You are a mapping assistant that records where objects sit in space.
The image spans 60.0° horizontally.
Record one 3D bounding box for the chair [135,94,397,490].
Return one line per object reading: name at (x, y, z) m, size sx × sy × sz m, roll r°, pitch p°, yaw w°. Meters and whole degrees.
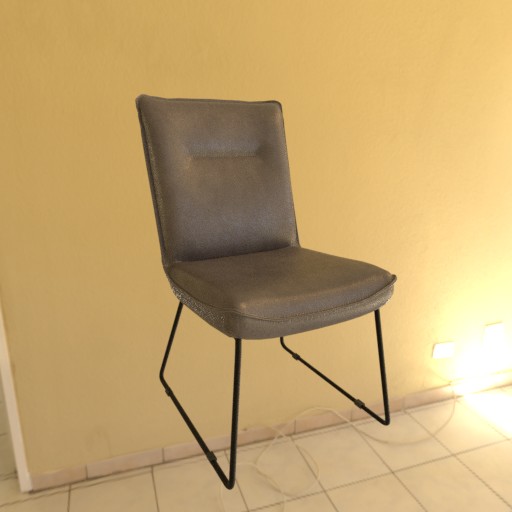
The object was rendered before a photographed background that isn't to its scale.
chair at (0.000, 0.000, 1.317) m, size 0.515 × 0.932 × 0.688 m, roll -8°, pitch 17°, yaw -27°
